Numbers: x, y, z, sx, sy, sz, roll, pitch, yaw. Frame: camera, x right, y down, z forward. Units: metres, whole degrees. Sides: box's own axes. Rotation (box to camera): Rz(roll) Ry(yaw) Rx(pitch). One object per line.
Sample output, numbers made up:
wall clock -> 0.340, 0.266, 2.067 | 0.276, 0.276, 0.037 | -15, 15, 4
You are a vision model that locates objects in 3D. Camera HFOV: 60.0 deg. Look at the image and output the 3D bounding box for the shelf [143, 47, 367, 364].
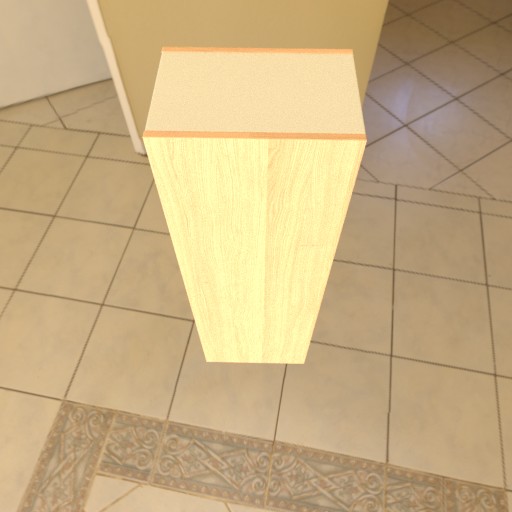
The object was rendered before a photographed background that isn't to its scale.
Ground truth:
shelf -> 0.000, 0.000, 0.997 | 0.290, 0.882, 0.197 | 1, 58, 1
